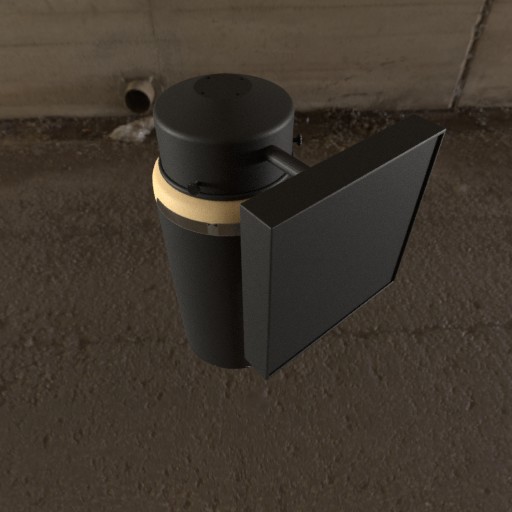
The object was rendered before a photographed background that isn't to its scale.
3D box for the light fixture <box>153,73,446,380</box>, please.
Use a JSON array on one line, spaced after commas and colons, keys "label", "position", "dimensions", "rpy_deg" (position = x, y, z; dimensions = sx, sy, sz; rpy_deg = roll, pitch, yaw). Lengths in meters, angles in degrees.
[{"label": "light fixture", "position": [0.000, 0.000, 0.355], "dimensions": [0.130, 0.257, 0.176], "rpy_deg": [-31, 53, -27]}]
